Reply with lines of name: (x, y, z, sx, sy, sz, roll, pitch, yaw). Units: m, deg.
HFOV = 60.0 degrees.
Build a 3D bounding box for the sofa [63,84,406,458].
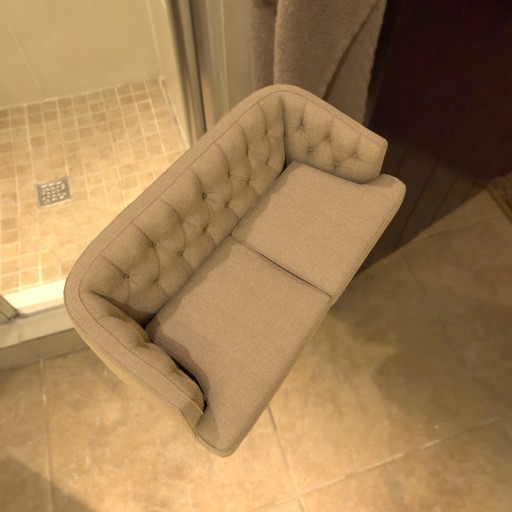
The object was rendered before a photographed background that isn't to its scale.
sofa: (0.000, 0.000, 2.298, 0.941, 0.855, 1.733, 31, 64, 17)
